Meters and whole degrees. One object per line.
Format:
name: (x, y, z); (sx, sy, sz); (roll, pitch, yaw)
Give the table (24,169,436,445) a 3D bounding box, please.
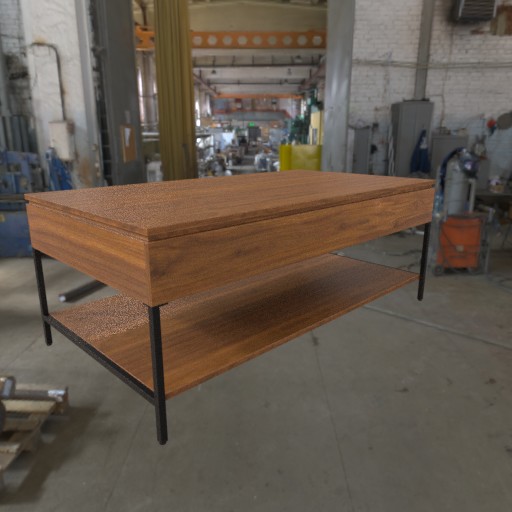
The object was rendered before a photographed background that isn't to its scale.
table: (0.000, 0.000, 1.321); (1.057, 0.414, 0.574); (-15, 22, -42)
